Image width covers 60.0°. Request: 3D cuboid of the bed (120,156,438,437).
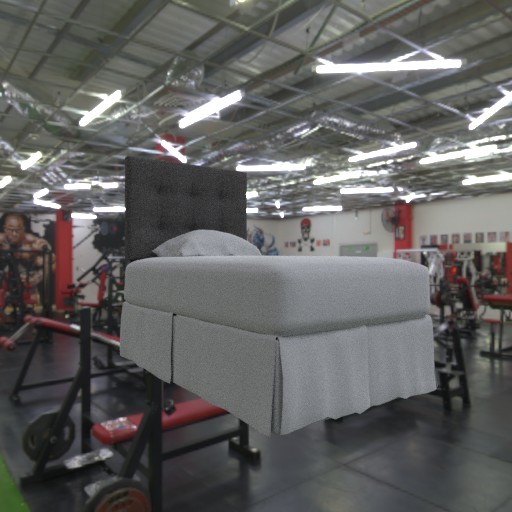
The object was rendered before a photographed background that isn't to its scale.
[{"bbox_3d":[0.000,0.000,3.024,1.261,1.571,1.997,0,0,-36],"label":"bed"}]
